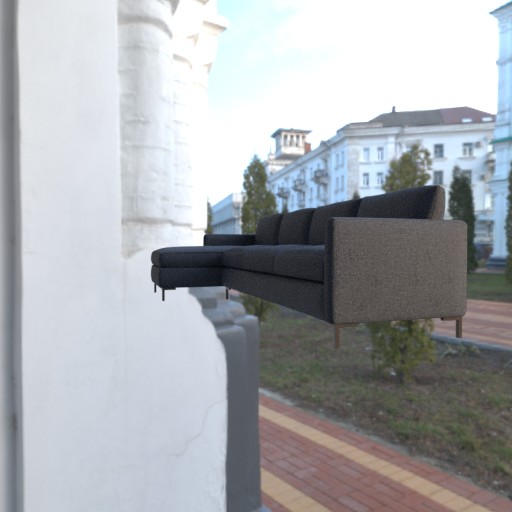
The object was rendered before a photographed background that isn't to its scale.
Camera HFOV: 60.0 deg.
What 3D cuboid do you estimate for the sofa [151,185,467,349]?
[{"bbox_3d":[0.000,0.000,2.863,1.125,0.673,2.445,0,1,-19],"label":"sofa"}]
